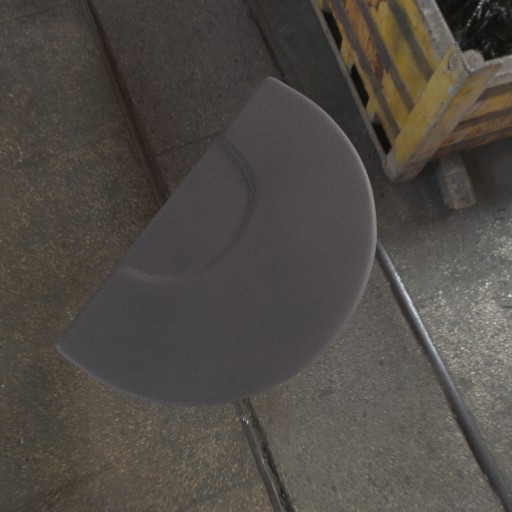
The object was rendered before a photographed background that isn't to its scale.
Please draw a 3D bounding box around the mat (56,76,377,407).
[{"bbox_3d":[0.000,0.000,1.841,0.917,0.022,1.525,33,77,8],"label":"mat"}]
